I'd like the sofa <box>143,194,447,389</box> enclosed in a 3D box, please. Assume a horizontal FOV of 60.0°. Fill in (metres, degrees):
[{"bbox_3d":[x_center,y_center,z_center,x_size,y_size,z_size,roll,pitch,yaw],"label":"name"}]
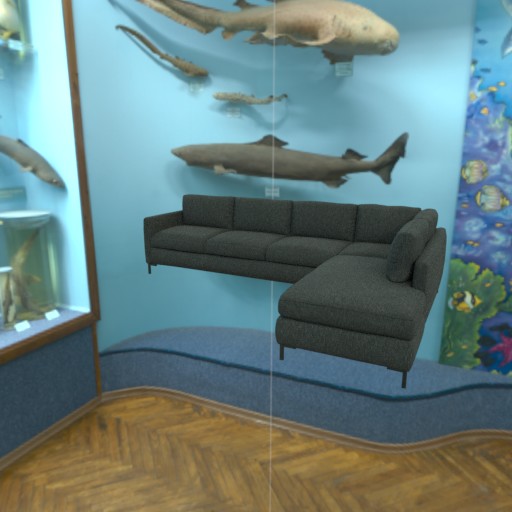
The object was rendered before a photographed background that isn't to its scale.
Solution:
[{"bbox_3d":[0.000,0.000,3.871,2.949,0.815,2.007,7,15,26],"label":"sofa"}]
